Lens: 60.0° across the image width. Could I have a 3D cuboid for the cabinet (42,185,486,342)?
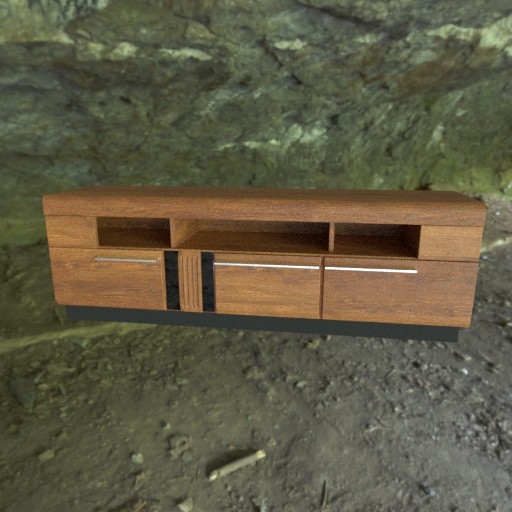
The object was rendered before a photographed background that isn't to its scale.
[{"bbox_3d":[0.000,0.000,1.816,1.600,0.510,0.419,2,15,8],"label":"cabinet"}]
